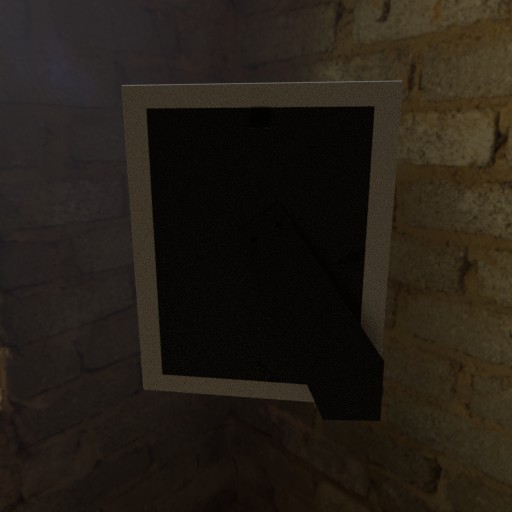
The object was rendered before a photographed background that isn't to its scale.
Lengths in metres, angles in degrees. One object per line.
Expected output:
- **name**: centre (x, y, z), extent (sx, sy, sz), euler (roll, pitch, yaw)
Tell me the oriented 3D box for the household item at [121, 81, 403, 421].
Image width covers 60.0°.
- **household item**: centre (0.000, 0.000, 0.341), extent (0.200, 0.250, 0.045), euler (2, 15, 7)
